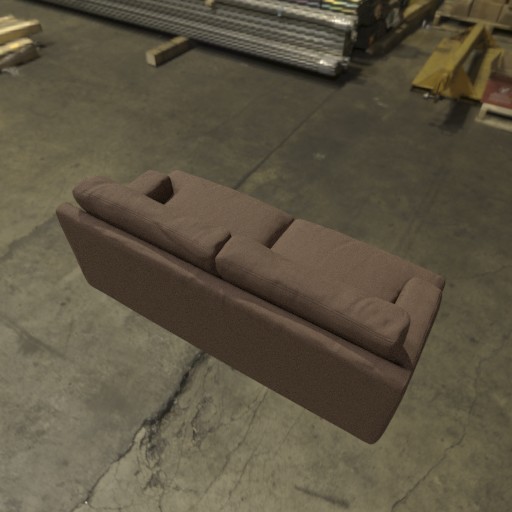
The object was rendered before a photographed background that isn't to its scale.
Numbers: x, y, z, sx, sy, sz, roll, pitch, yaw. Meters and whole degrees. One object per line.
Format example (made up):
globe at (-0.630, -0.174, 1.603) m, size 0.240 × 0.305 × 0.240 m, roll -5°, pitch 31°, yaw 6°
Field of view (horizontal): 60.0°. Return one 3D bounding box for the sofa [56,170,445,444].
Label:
sofa at (0.000, 0.000, 2.876) m, size 2.274 × 0.950 × 1.140 m, roll 24°, pitch 52°, yaw 21°
